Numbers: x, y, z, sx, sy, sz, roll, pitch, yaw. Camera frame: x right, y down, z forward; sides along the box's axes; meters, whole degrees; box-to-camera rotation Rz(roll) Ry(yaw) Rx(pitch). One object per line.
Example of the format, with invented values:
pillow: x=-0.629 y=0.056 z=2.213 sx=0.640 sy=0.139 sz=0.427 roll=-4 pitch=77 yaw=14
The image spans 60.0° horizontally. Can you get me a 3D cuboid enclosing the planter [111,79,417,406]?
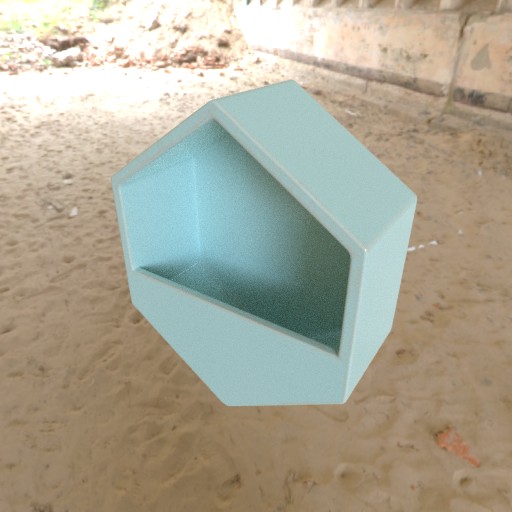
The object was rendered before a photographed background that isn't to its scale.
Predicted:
planter: x=0.000 y=0.000 z=0.288 sx=0.169 sy=0.207 sz=0.078 roll=19 pitch=35 yaw=29
